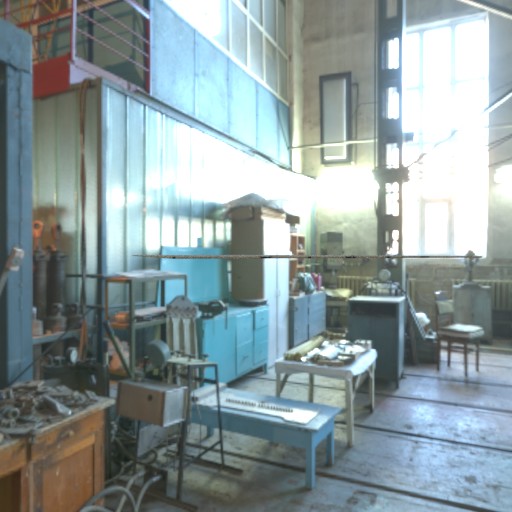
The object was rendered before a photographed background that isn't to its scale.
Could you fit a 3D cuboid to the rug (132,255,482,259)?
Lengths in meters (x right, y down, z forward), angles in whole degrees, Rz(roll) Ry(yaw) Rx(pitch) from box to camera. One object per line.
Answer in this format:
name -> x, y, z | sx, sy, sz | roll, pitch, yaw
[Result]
rug -> 0.000, 0.000, 3.111 | 1.526, 0.008, 2.465 | 0, 0, -19
